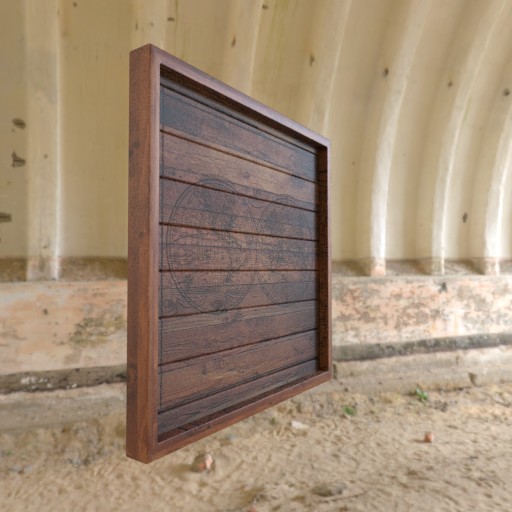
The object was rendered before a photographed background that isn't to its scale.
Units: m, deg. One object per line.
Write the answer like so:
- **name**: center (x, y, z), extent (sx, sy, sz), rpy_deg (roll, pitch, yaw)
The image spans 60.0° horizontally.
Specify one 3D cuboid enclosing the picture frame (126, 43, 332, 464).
- **picture frame**: center (0.000, 0.000, 0.524), extent (0.028, 0.356, 0.352), rpy_deg (-1, -2, 35)
